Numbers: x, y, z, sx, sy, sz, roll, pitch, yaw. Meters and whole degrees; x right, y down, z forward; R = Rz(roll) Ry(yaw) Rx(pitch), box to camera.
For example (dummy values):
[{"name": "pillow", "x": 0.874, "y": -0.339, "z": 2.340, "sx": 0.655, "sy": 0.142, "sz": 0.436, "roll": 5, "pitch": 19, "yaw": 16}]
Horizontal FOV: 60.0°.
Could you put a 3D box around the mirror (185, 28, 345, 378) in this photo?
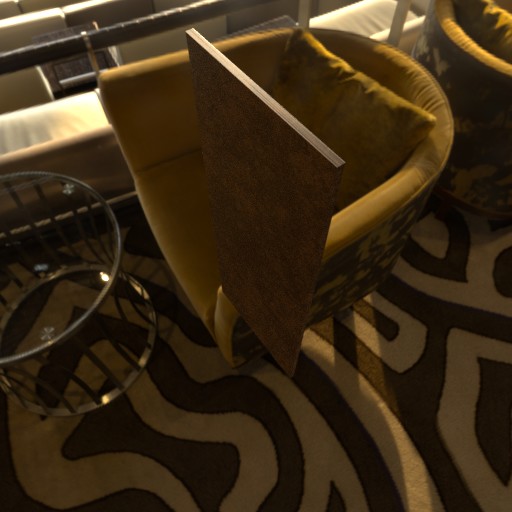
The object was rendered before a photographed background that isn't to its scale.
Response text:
[{"name": "mirror", "x": 0.000, "y": 0.000, "z": 2.284, "sx": 0.032, "sy": 2.031, "sz": 0.812, "roll": -32, "pitch": 63, "yaw": -18}]
